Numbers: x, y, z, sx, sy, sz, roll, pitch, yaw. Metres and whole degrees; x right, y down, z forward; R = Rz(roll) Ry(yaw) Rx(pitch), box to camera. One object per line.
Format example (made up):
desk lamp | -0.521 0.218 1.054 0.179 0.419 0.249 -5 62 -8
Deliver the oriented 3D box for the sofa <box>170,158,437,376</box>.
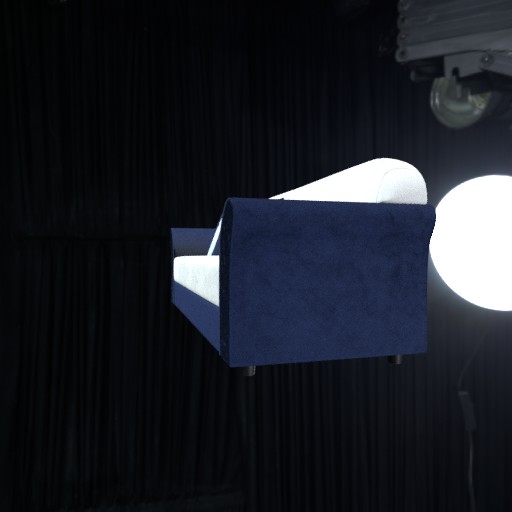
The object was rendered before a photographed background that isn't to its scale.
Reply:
sofa | 0.000 0.000 2.424 0.749 0.789 2.006 0 1 -16
